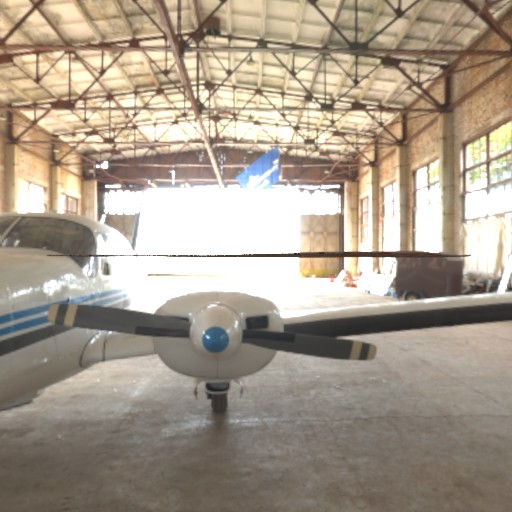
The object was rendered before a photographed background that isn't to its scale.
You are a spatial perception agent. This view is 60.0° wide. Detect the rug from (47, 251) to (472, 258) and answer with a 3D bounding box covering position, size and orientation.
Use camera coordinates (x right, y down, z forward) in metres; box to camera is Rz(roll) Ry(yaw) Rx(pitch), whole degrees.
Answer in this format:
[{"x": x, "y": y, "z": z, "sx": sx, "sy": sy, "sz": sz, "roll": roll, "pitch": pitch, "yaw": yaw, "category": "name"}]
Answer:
[{"x": 0.000, "y": 0.000, "z": 2.293, "sx": 1.835, "sy": 0.017, "sz": 1.220, "roll": 0, "pitch": -1, "yaw": 35, "category": "rug"}]
